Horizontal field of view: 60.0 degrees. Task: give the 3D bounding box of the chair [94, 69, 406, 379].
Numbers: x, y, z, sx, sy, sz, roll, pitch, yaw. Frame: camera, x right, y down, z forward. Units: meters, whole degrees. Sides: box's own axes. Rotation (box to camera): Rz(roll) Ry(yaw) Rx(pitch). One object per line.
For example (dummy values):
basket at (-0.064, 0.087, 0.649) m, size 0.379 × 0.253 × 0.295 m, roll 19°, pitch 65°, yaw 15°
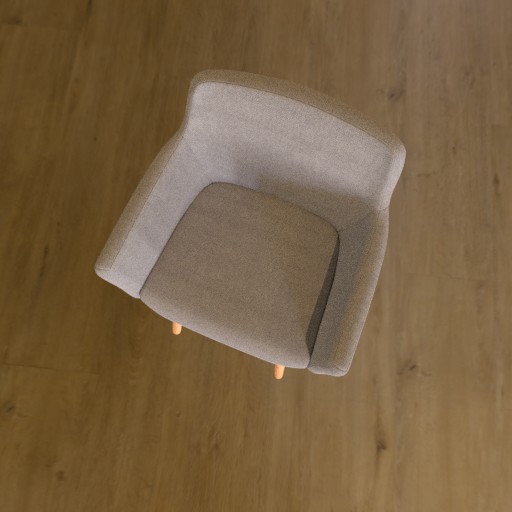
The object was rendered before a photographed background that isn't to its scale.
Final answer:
chair at (0.000, 0.000, 1.187) m, size 0.570 × 0.780 × 0.540 m, roll 22°, pitch 76°, yaw 6°
